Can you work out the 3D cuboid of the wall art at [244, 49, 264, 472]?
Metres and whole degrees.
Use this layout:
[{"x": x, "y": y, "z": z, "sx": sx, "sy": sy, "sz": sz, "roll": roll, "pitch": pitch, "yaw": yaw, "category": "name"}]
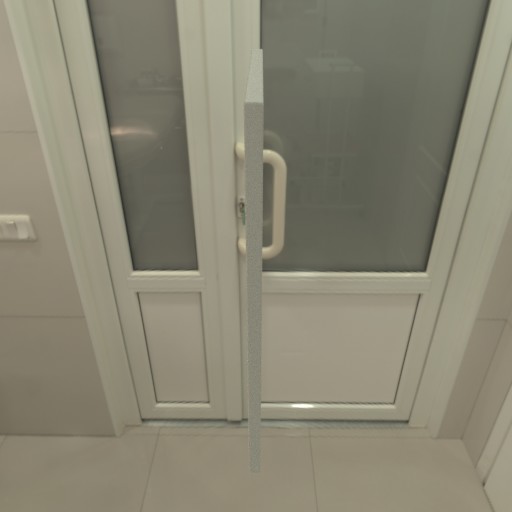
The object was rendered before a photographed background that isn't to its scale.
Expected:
[{"x": 0.000, "y": 0.000, "z": 1.497, "sx": 0.038, "sy": 1.183, "sz": 0.808, "roll": 0, "pitch": 32, "yaw": 1, "category": "wall art"}]
